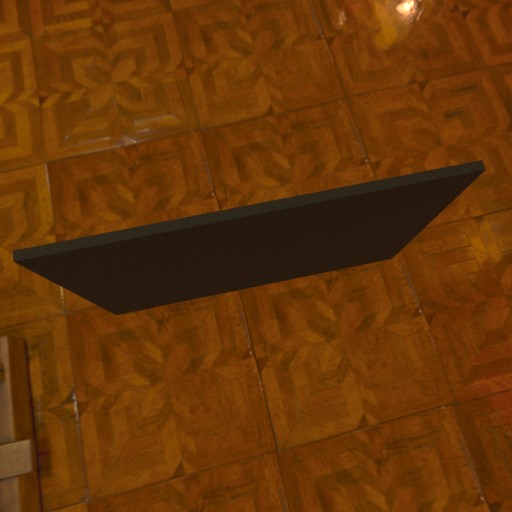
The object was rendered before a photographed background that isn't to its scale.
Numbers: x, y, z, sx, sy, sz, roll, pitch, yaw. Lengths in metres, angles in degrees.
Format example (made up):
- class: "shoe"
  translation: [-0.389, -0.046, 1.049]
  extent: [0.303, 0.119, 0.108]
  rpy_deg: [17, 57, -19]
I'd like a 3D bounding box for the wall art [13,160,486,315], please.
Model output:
- class: "wall art"
  translation: [0.000, 0.000, 1.198]
  extent: [0.958, 0.656, 0.026]
  rpy_deg: [-11, 74, -3]
